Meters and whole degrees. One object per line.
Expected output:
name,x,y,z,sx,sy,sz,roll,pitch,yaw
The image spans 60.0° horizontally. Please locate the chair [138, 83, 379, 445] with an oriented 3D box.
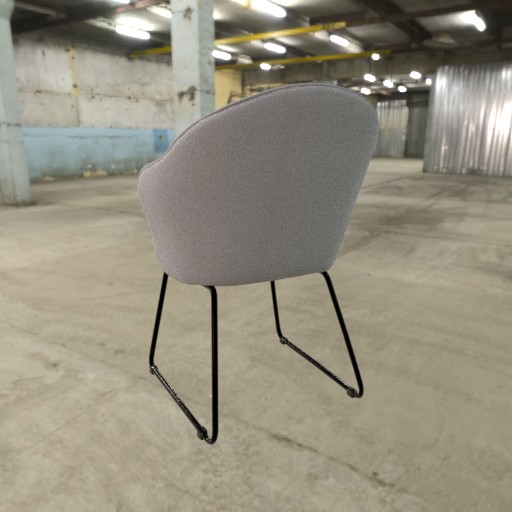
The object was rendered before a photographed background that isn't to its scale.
chair,0.000,0.000,1.207,0.570,0.817,0.592,-7,16,-27
